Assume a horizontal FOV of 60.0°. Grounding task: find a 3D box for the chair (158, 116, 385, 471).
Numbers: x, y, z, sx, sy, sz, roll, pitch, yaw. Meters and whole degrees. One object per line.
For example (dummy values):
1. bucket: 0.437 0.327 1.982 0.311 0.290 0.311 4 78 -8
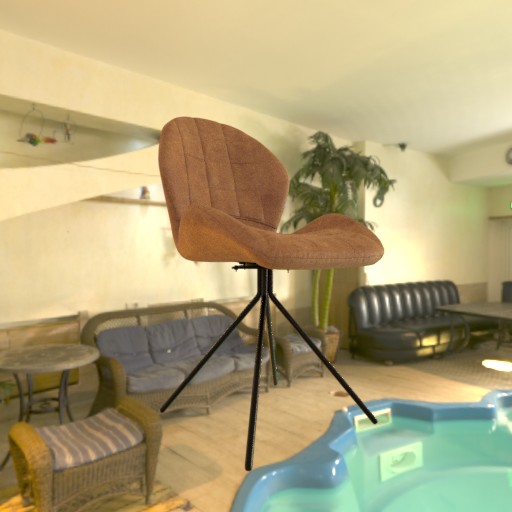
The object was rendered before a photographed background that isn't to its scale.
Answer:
1. chair: 0.000 0.000 1.296 0.527 0.929 0.640 -1 1 -37
